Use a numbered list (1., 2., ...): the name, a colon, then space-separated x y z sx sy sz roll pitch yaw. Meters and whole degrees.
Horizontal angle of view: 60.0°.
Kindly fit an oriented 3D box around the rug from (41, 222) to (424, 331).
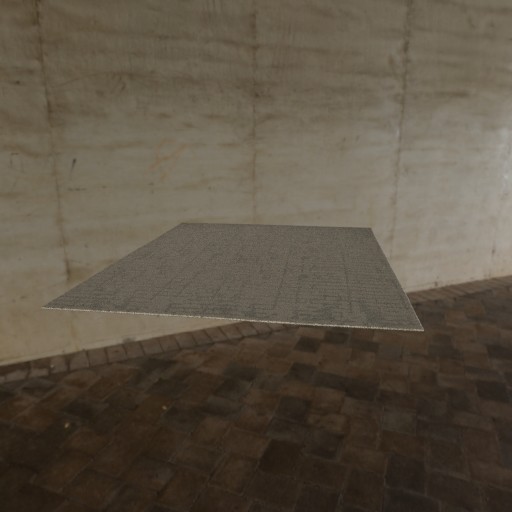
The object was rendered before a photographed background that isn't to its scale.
1. rug: 0.000 0.000 4.220 2.447 0.014 3.061 2 15 8
